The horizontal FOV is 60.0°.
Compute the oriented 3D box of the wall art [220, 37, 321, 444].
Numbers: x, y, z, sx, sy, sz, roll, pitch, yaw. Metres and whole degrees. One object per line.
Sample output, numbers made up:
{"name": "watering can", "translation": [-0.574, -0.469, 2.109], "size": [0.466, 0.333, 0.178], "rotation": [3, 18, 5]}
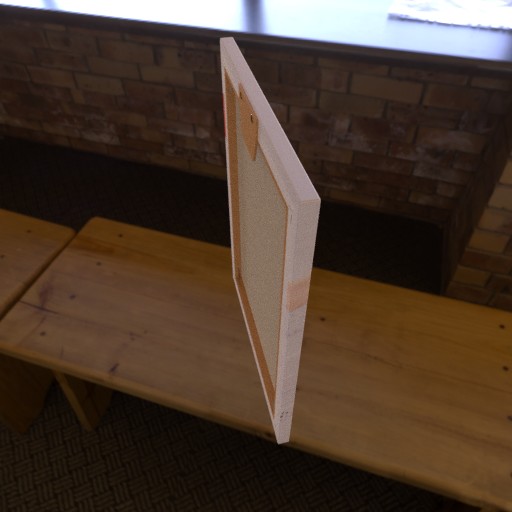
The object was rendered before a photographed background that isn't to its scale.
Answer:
{"name": "wall art", "translation": [0.000, 0.000, 1.358], "size": [0.045, 1.014, 0.759], "rotation": [-10, 46, -9]}
